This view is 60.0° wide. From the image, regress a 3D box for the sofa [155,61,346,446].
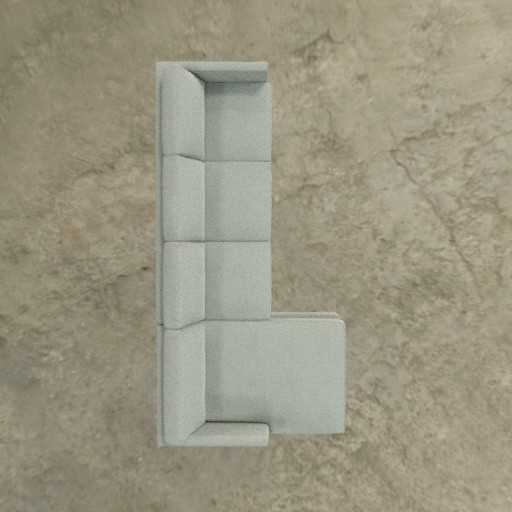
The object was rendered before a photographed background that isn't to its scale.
[{"bbox_3d":[0.000,0.000,3.912,1.650,0.922,3.205,0,91,0],"label":"sofa"}]
